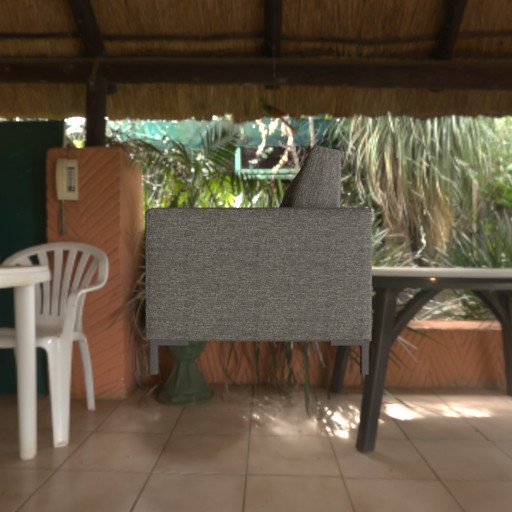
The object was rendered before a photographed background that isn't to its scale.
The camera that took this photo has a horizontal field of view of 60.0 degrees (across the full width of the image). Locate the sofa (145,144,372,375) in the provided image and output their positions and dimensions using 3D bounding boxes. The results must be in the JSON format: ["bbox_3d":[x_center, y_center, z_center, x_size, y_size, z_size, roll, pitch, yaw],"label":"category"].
[{"bbox_3d":[0.000,0.000,2.752,0.876,0.879,2.253,0,0,0],"label":"sofa"}]
